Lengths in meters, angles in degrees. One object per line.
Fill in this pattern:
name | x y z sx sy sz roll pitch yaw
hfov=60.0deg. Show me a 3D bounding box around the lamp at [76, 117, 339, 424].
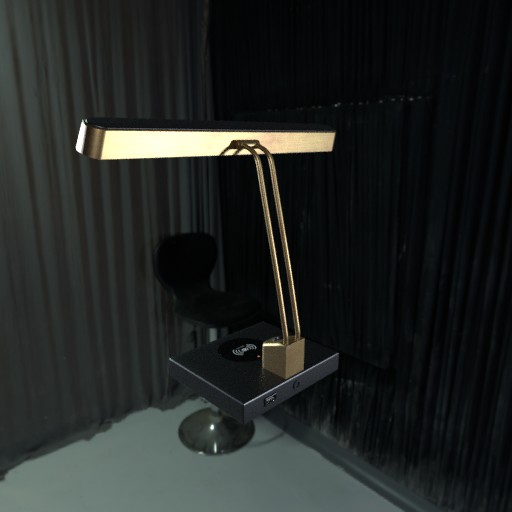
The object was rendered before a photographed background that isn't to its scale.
lamp | 0.000 0.000 0.588 0.412 0.345 0.156 -14 20 -42
